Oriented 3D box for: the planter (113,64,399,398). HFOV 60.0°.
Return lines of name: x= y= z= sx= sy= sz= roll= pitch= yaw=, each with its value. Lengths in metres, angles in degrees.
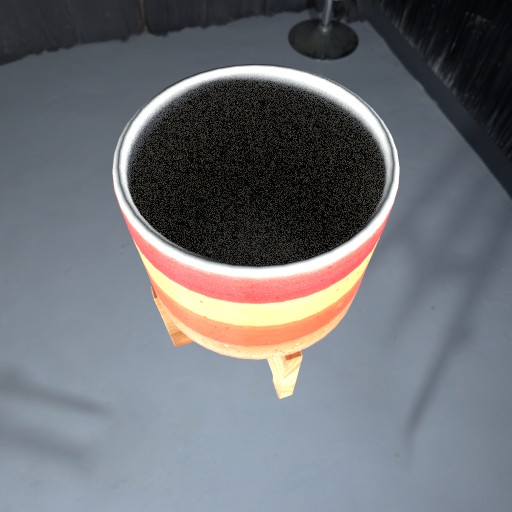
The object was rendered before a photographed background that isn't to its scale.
planter: x=0.000 y=0.000 z=0.409 sx=0.199 sy=0.268 sz=0.199 roll=0 pitch=58 yaw=0
